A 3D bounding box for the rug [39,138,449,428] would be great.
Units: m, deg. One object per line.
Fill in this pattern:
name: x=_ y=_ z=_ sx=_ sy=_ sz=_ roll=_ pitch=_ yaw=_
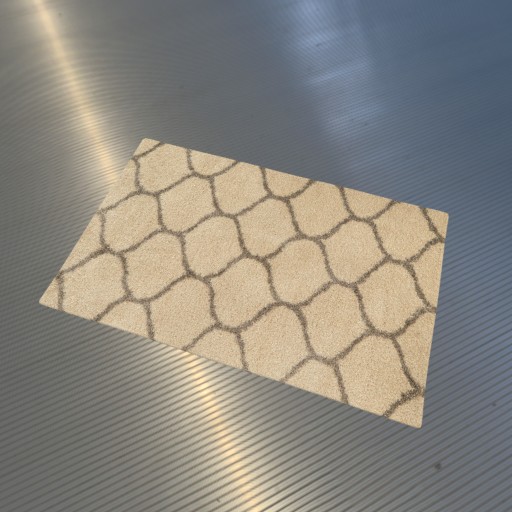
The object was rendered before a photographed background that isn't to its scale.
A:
rug: x=0.000 y=0.000 z=2.925 sx=2.348 sy=0.024 sz=1.501 roll=16 pitch=60 yaw=9
